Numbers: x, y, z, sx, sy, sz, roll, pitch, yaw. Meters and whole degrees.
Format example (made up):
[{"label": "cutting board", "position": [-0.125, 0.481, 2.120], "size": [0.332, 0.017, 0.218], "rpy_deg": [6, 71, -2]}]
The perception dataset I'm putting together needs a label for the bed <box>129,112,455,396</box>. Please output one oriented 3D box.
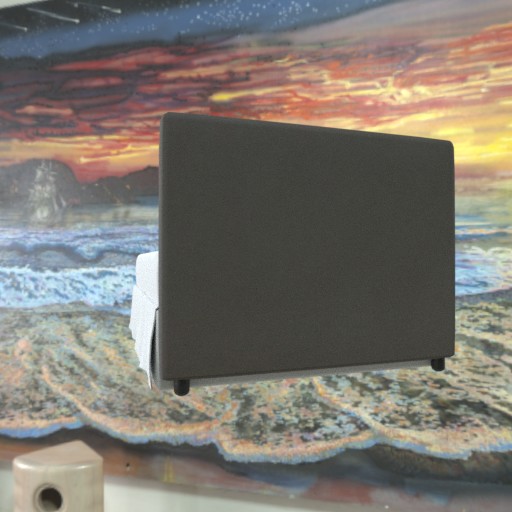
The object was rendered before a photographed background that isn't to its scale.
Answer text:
[{"label": "bed", "position": [0.000, 0.000, 3.255], "size": [1.723, 1.330, 2.142], "rpy_deg": [0, -1, -18]}]
